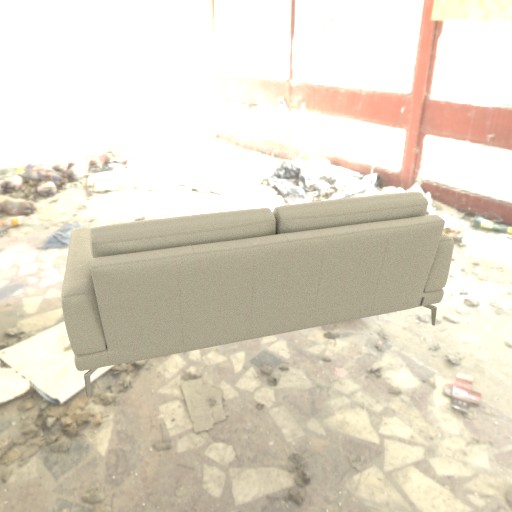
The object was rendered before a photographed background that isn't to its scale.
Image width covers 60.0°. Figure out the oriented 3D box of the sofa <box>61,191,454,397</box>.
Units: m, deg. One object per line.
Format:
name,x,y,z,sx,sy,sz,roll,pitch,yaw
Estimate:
sofa,0.000,0.000,2.459,1.940,0.765,0.974,-8,28,-15
